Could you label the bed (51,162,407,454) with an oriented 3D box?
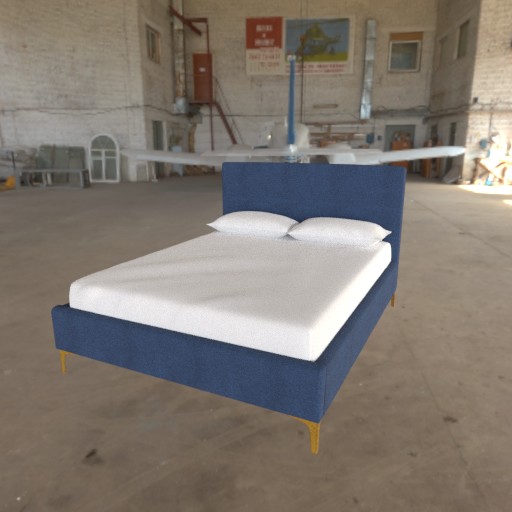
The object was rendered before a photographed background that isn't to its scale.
[{"bbox_3d":[0.000,0.000,3.211,1.723,1.231,2.172,7,16,25],"label":"bed"}]
